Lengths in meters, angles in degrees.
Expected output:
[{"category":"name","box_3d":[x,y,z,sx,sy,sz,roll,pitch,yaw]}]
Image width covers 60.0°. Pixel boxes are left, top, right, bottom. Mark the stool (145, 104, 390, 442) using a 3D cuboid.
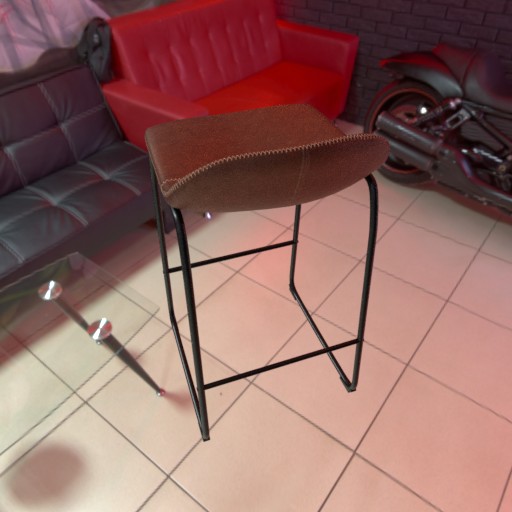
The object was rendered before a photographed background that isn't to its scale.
[{"category":"stool","box_3d":[0.000,0.000,1.119,0.454,0.830,0.473,-13,43,-15]}]
